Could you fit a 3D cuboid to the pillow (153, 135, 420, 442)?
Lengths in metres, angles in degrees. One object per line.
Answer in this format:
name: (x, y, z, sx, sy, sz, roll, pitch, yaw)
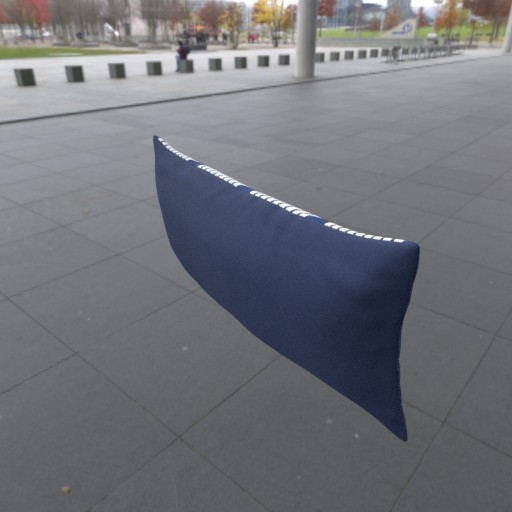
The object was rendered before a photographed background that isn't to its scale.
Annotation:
pillow: (0.000, 0.000, 0.706, 0.156, 0.292, 0.608, -17, 32, -31)
